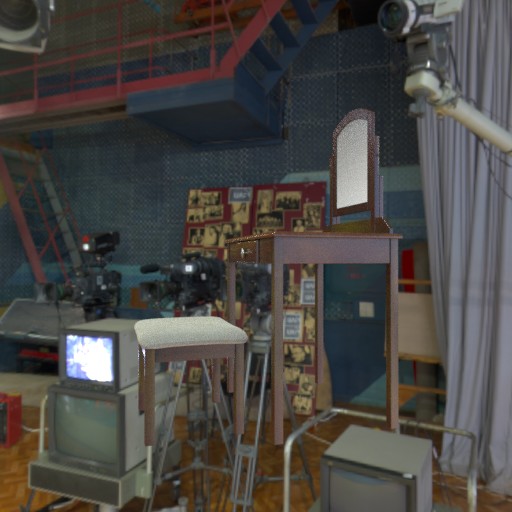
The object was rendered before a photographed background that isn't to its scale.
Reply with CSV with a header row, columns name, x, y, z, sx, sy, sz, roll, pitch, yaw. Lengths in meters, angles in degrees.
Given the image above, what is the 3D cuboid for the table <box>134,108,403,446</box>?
name,x,y,z,sx,sy,sz,roll,pitch,yaw
table,0.000,0.000,2.315,1.211,1.631,0.876,0,0,-18
